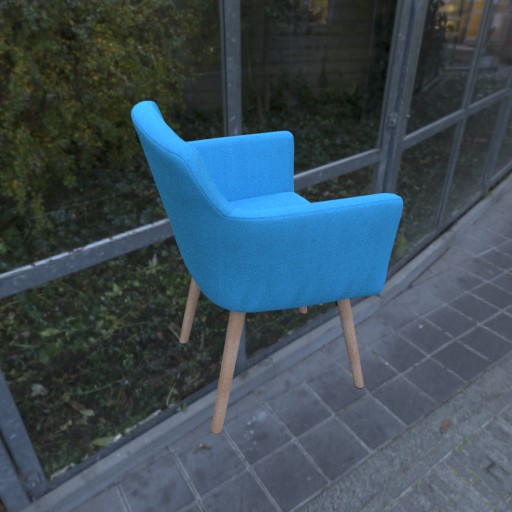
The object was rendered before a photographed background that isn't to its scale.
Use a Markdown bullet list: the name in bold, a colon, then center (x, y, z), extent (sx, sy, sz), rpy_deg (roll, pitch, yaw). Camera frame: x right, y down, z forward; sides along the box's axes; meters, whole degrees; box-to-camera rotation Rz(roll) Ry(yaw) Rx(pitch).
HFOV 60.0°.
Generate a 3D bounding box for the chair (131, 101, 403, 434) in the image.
- **chair**: center (0.000, 0.000, 1.187), extent (0.540, 0.780, 0.570), rpy_deg (-11, 32, -18)
